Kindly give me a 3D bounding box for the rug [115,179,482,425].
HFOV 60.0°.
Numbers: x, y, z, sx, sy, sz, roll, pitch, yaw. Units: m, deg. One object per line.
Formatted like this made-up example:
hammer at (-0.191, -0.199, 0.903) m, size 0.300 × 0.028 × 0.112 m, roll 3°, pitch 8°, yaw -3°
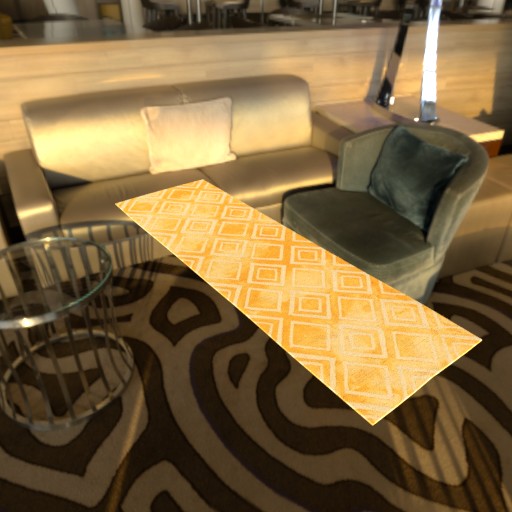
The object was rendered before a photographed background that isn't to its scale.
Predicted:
rug at (0.000, 0.000, 2.672) m, size 0.775 × 0.010 × 2.438 m, roll -22°, pitch 38°, yaw -31°
